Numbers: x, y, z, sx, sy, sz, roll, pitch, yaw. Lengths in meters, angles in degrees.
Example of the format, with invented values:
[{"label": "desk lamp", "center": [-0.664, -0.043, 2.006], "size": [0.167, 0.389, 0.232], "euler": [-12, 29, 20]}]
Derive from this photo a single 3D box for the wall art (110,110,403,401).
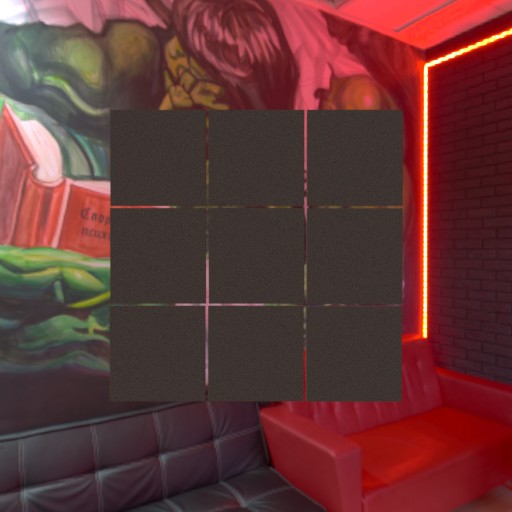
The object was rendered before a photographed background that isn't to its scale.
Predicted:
[{"label": "wall art", "center": [0.000, 0.000, 2.319], "size": [1.527, 1.521, 0.017], "euler": [0, 0, 0]}]
